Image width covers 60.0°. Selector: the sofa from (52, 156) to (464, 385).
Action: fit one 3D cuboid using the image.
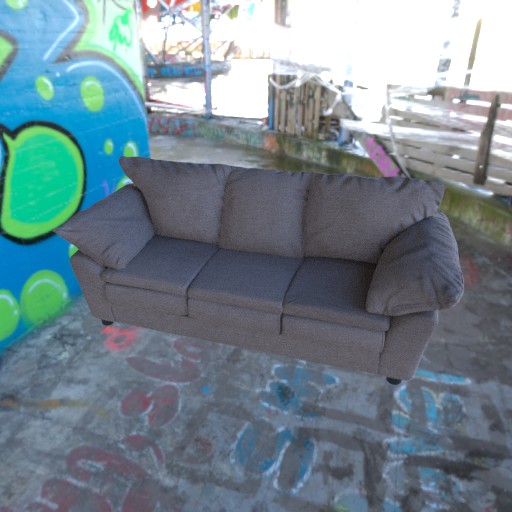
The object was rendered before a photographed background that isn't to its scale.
[{"bbox_3d":[0.000,0.000,2.878,2.390,1.043,0.927,8,28,16],"label":"sofa"}]
